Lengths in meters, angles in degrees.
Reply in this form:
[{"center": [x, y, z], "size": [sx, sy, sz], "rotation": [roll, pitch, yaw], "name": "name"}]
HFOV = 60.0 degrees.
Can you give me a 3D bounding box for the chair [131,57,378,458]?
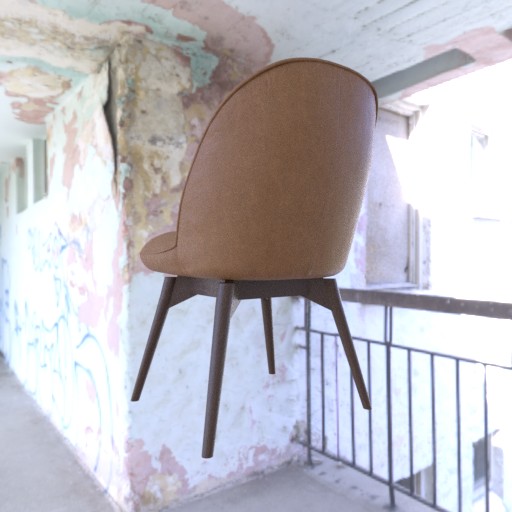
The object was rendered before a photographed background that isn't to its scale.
[{"center": [0.000, 0.000, 1.209], "size": [0.521, 0.831, 0.631], "rotation": [0, 0, -35], "name": "chair"}]
